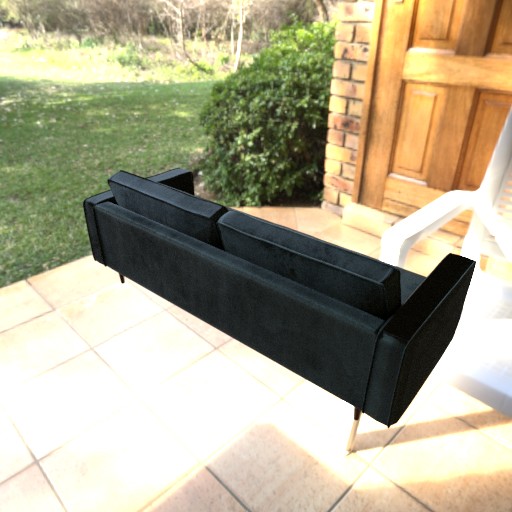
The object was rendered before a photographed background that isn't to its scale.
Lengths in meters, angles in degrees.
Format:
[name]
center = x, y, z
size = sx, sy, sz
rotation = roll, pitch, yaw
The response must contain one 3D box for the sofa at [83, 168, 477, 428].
[sofa]
center = 0.000, 0.000, 2.621
size = 2.214, 0.781, 0.886
rotation = 23, 37, 33
